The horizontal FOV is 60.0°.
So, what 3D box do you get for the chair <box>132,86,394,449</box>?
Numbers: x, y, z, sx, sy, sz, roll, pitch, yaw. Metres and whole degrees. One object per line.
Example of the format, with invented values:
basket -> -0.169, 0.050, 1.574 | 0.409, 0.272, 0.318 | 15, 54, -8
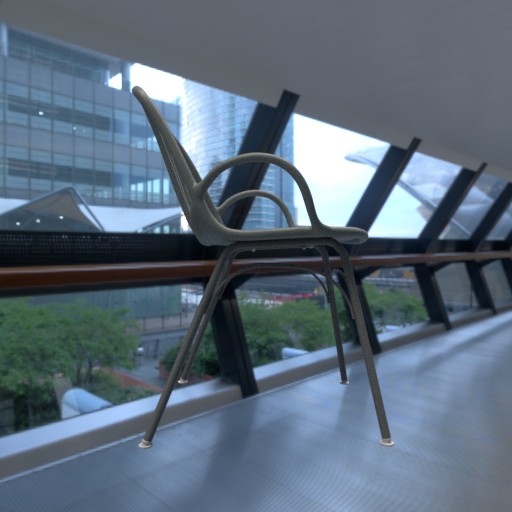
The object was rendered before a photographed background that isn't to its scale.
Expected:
chair -> 0.000, 0.000, 1.191 | 0.597, 0.816, 0.549 | 0, 0, 0
